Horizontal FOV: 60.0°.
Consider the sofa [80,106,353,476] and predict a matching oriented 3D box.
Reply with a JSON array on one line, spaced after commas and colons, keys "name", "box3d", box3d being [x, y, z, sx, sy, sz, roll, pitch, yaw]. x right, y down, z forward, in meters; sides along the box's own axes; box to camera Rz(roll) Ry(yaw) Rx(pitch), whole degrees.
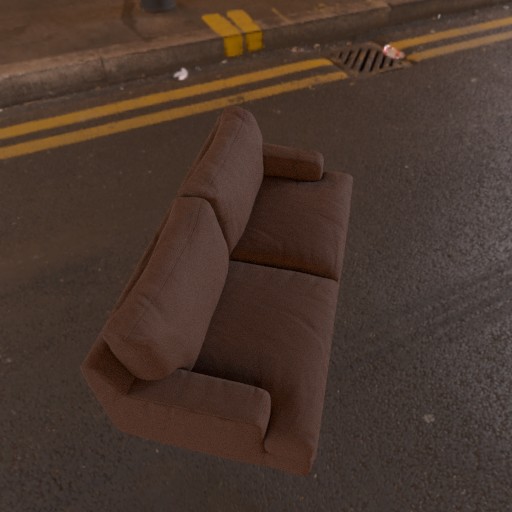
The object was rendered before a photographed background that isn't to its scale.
[{"name": "sofa", "box3d": [0.000, 0.000, 2.864, 1.140, 0.950, 2.274, 10, 48, 9]}]
